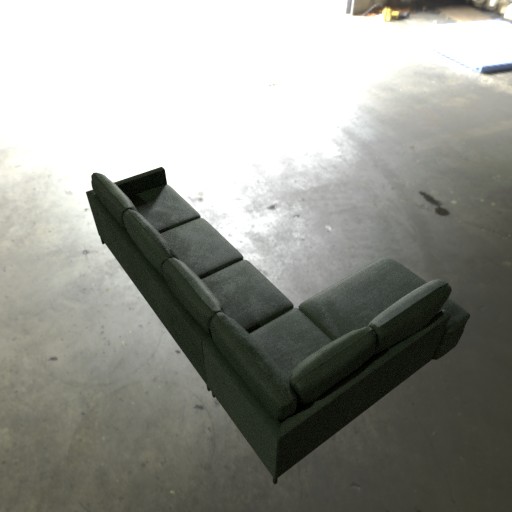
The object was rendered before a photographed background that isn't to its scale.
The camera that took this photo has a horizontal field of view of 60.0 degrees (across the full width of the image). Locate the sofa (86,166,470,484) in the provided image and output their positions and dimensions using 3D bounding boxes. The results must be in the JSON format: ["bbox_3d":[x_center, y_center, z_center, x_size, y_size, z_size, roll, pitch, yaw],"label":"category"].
[{"bbox_3d":[0.000,0.000,4.297,2.048,0.996,3.384,-26,48,-26],"label":"sofa"}]
